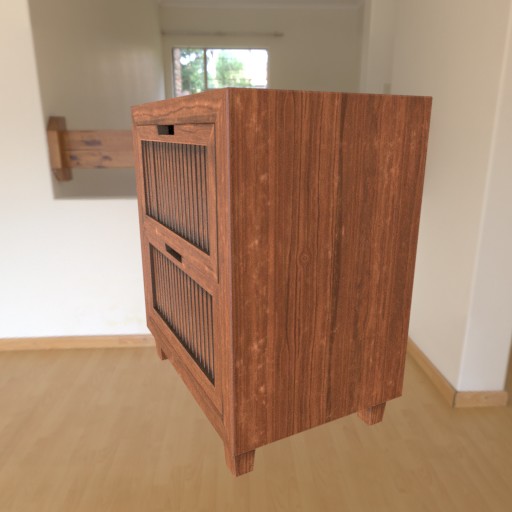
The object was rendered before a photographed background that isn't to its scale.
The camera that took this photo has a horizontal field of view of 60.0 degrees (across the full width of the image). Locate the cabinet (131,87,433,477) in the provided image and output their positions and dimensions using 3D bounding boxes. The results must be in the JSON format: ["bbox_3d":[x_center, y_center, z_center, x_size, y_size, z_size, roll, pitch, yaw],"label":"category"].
[{"bbox_3d":[0.000,0.000,1.058,0.410,0.695,0.607,-8,18,-26],"label":"cabinet"}]
